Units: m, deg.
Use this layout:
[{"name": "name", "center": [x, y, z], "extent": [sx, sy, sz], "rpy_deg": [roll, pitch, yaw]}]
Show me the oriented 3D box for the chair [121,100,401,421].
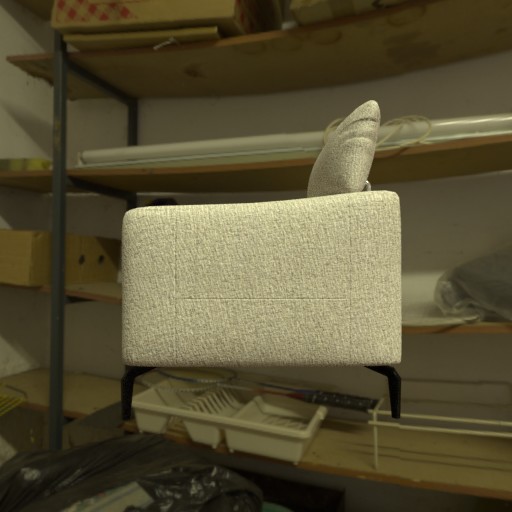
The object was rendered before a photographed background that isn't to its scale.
[{"name": "chair", "center": [0.000, 0.000, 1.704], "extent": [0.835, 0.967, 0.972], "rpy_deg": [0, -2, -1]}]
